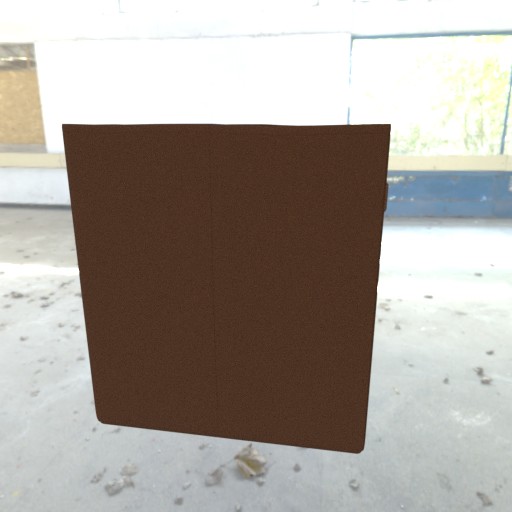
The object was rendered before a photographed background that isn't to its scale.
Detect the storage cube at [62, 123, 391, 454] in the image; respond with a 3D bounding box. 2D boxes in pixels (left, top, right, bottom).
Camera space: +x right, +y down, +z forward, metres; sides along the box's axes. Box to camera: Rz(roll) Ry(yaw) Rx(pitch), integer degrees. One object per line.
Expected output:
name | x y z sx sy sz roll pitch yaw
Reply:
storage cube | 0.000 0.000 0.490 0.270 0.280 0.270 3 17 9
